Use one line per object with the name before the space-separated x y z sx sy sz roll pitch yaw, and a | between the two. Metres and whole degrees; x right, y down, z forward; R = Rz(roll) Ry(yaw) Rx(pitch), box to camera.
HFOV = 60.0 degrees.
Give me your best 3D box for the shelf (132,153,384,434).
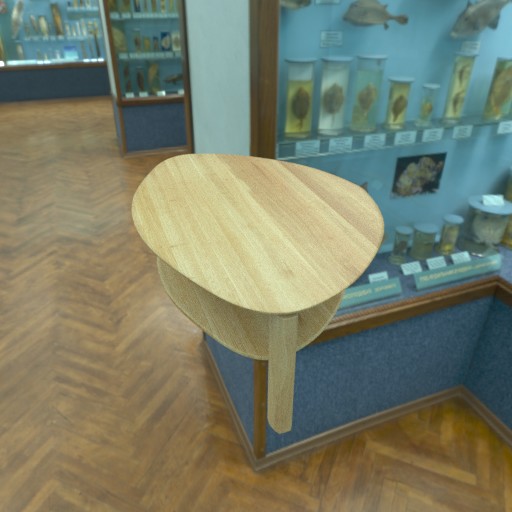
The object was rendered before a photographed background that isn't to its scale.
shelf | 0.000 0.000 1.668 0.845 0.440 1.246 -10 32 -16
